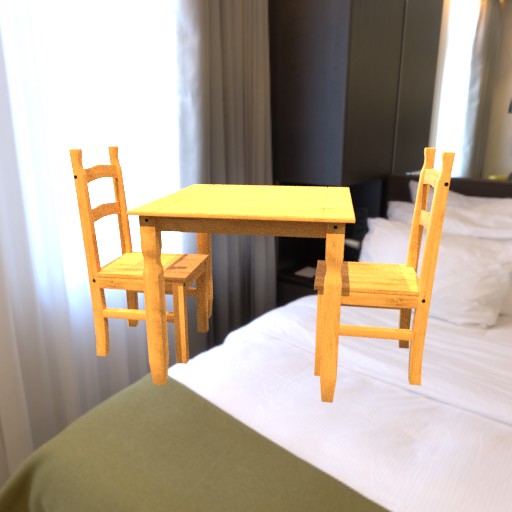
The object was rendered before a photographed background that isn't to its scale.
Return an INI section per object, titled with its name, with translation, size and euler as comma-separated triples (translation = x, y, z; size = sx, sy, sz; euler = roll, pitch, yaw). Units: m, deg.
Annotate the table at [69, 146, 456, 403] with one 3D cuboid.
[table]
translation = 0.000, 0.000, 1.996
size = 1.501, 0.942, 0.813
euler = 3, 16, 10
